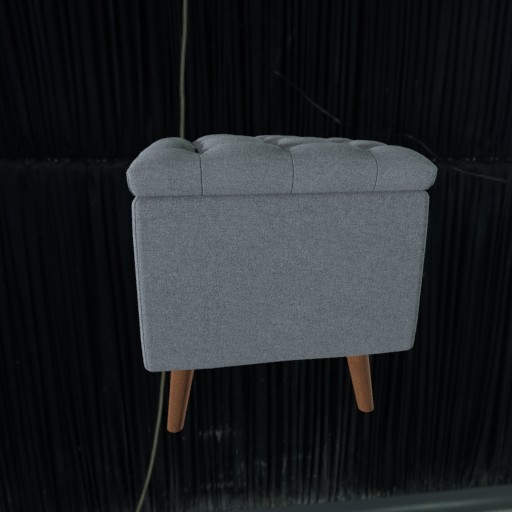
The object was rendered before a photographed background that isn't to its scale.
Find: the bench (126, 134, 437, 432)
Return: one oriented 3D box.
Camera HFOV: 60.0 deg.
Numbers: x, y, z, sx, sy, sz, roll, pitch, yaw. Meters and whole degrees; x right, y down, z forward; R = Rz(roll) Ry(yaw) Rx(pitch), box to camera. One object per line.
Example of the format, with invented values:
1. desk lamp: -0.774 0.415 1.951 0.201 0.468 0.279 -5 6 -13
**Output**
1. bench: 0.000 0.000 0.890 0.417 0.469 0.572 -3 16 -9
